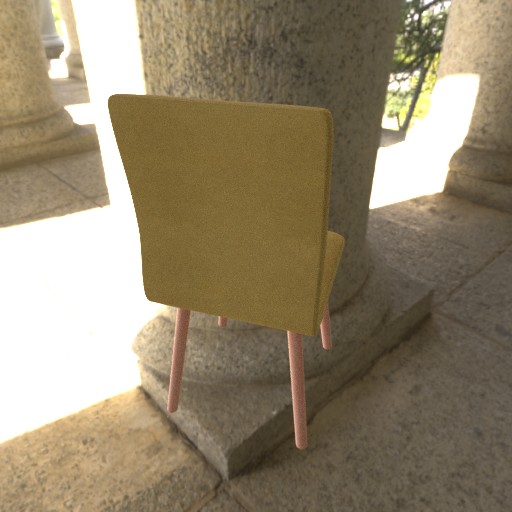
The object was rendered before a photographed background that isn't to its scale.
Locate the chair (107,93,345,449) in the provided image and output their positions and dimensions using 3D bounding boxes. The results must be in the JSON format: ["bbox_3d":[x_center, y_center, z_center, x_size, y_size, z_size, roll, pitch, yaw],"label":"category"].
[{"bbox_3d":[0.000,0.000,1.270,0.450,0.965,0.550,10,33,15],"label":"chair"}]
